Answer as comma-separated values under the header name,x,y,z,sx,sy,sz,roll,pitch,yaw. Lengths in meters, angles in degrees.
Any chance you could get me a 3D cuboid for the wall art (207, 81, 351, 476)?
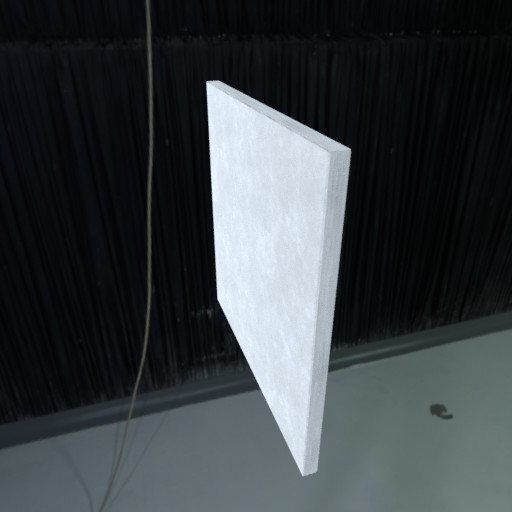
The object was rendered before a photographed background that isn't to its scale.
name,x,y,z,sx,sy,sz,roll,pitch,yaw
wall art,0.000,0.000,0.460,0.015,0.303,0.303,-10,31,-17
